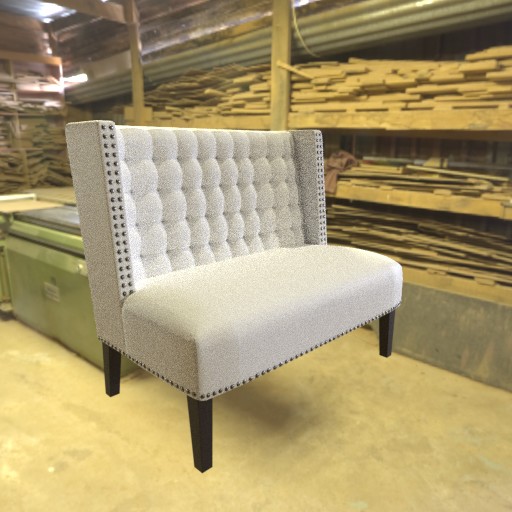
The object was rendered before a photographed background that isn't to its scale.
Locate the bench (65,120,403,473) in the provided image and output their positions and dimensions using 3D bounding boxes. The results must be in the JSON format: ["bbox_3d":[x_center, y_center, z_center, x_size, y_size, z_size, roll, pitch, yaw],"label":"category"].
[{"bbox_3d":[0.000,0.000,1.980,1.280,1.123,0.847,-13,19,-43],"label":"bench"}]
